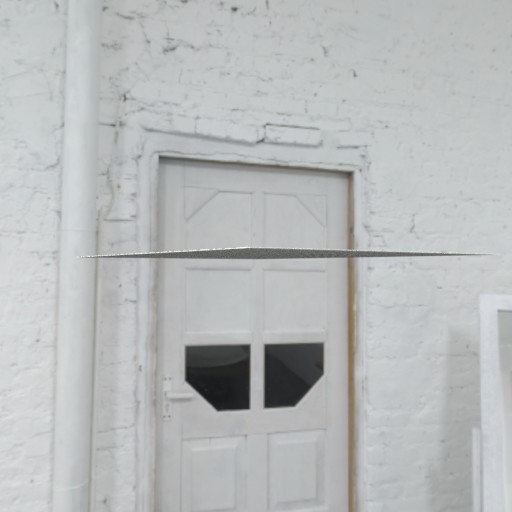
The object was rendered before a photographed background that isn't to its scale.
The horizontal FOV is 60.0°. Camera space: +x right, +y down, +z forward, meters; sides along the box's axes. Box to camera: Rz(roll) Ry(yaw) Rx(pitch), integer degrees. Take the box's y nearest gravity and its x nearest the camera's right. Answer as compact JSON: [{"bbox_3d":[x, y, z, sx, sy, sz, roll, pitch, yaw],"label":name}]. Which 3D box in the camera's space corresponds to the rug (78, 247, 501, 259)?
[{"bbox_3d":[0.000,0.000,4.025,2.354,0.007,3.196,1,-1,-36],"label":"rug"}]
